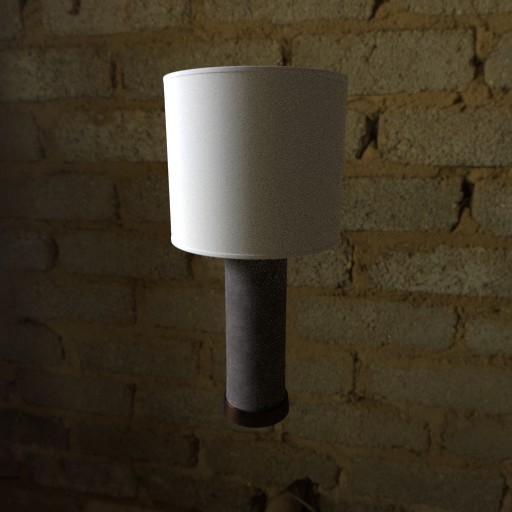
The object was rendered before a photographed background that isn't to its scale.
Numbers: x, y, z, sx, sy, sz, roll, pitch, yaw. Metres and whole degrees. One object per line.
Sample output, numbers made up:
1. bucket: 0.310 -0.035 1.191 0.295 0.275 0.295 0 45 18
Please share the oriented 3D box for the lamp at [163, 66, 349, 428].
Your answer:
1. lamp: 0.000 0.000 0.811 0.301 0.630 0.301 -8 17 -26
